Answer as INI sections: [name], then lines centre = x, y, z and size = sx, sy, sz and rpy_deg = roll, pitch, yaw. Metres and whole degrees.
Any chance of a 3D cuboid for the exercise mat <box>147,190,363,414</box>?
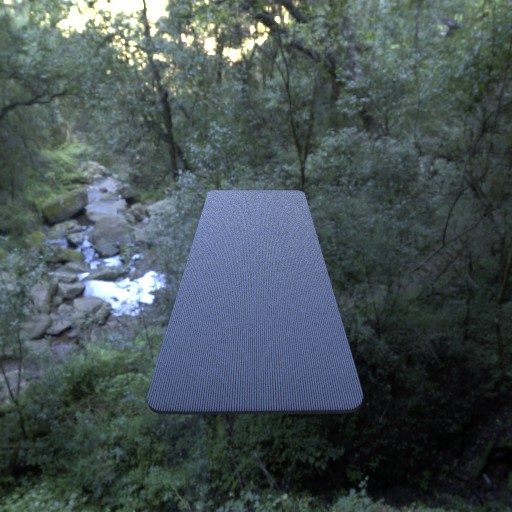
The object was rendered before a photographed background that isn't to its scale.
[exercise mat]
centre = 0.000, 0.000, 2.050
size = 0.616, 0.021, 1.884
rpy_deg = 0, 27, 0
